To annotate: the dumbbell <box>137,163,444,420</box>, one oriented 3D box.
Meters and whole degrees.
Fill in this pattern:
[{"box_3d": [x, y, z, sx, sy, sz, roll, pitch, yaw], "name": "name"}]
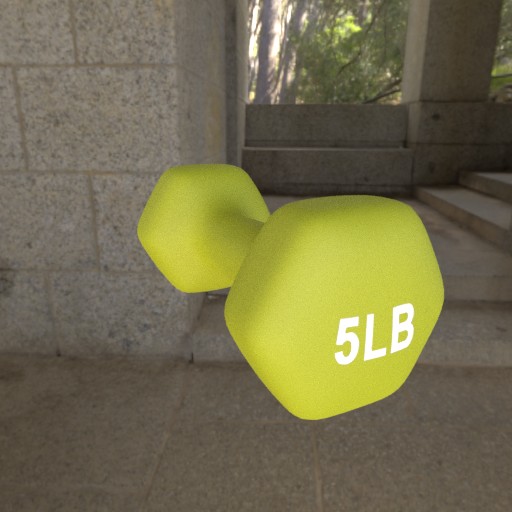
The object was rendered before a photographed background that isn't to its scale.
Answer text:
[{"box_3d": [0.000, 0.000, 0.204, 0.080, 0.072, 0.164, -8, 19, -25], "name": "dumbbell"}]
